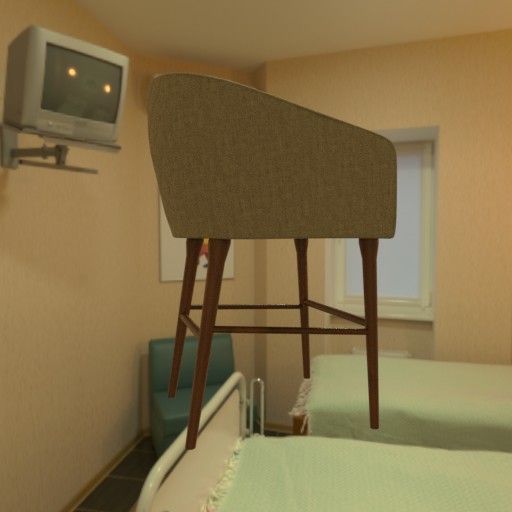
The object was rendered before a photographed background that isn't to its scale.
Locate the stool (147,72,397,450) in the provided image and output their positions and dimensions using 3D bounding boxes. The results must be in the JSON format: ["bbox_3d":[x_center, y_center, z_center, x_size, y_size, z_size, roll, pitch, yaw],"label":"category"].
[{"bbox_3d":[0.000,0.000,1.350,0.635,0.952,0.559,-1,3,-18],"label":"stool"}]
